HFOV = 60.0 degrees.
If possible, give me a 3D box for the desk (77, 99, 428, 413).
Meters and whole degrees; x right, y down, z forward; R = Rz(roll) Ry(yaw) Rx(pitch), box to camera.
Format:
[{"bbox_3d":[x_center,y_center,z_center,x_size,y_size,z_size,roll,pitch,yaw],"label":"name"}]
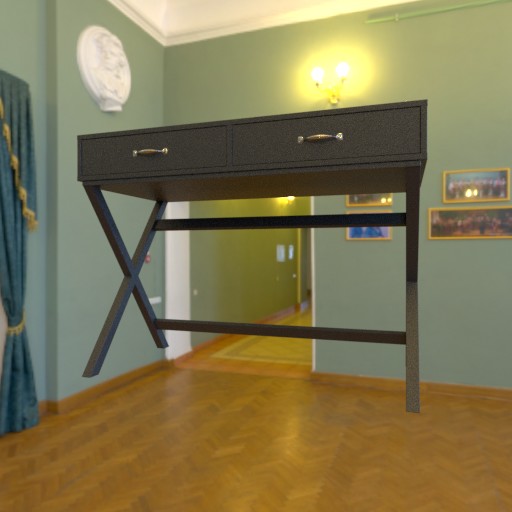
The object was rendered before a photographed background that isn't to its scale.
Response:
[{"bbox_3d":[0.000,0.000,1.495,1.057,0.780,0.525,0,0,19],"label":"desk"}]
